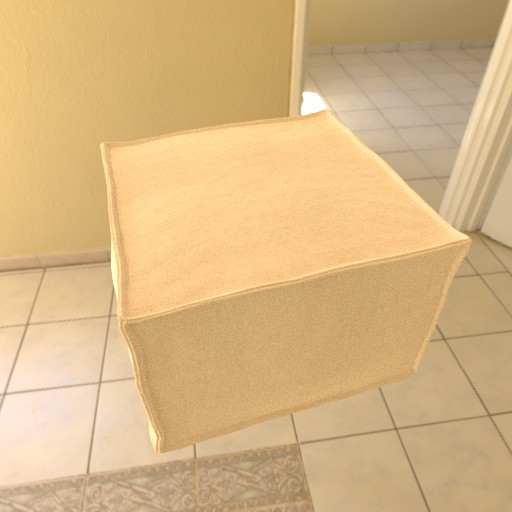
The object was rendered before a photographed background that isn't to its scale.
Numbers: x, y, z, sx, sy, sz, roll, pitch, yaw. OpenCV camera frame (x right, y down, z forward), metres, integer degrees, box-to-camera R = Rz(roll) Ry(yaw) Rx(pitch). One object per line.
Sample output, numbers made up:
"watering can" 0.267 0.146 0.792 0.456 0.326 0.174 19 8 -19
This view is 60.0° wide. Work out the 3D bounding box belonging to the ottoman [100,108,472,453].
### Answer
"ottoman" 0.000 0.000 1.152 0.707 0.470 0.696 -12 43 -13
